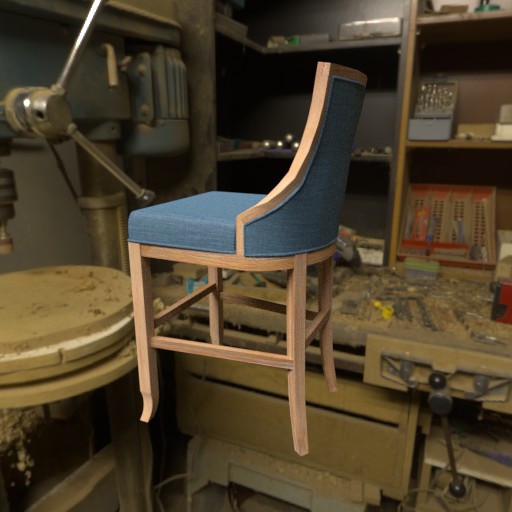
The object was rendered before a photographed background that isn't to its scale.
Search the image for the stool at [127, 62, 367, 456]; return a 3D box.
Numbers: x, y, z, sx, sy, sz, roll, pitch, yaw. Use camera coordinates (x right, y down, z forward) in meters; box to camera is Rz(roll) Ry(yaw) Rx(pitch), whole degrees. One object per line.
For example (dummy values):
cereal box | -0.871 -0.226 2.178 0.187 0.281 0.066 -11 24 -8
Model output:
stool | 0.000 0.000 1.459 0.626 1.101 0.524 7 17 23
